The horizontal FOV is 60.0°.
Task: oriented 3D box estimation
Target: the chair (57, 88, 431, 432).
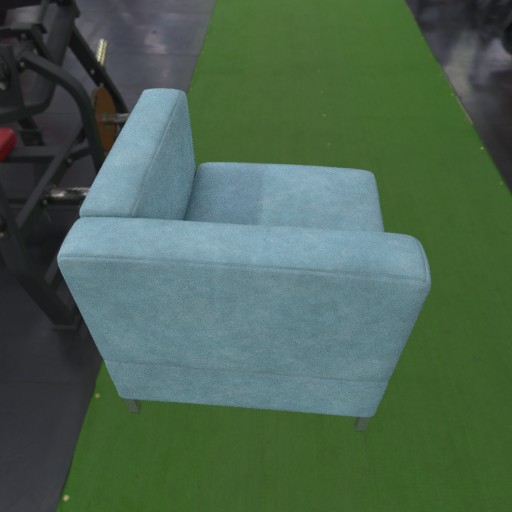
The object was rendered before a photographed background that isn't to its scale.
[{"bbox_3d":[0.000,0.000,1.212,0.691,0.660,0.684,3,47,3],"label":"chair"}]
